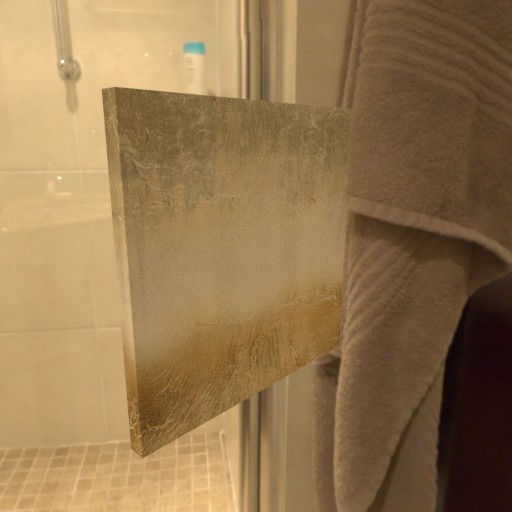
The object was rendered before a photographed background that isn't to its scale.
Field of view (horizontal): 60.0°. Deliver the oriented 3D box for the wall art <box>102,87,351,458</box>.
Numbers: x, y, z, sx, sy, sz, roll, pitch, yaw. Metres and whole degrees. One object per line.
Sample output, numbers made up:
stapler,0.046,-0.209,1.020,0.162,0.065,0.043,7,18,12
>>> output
wall art,0.000,0.000,0.922,0.038,0.610,0.610,14,20,42
